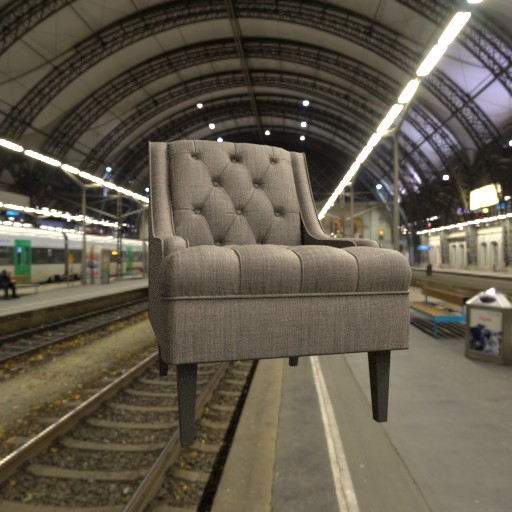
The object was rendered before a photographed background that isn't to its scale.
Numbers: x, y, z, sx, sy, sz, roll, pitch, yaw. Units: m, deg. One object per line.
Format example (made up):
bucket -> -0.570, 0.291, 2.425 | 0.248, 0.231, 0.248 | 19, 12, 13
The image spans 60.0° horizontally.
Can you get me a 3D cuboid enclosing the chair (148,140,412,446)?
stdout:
chair -> 0.000, 0.000, 1.414 | 0.655, 0.891, 0.771 | 0, 0, -17
